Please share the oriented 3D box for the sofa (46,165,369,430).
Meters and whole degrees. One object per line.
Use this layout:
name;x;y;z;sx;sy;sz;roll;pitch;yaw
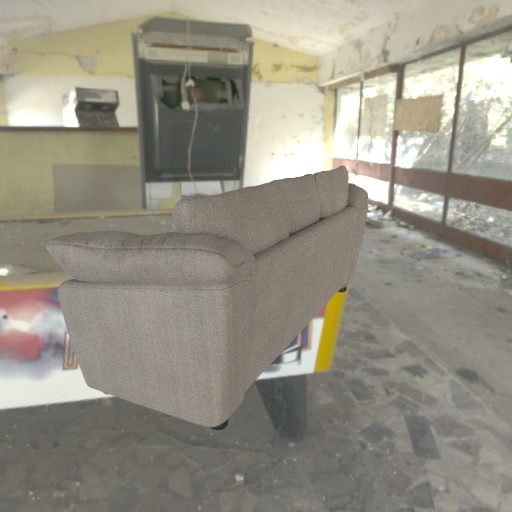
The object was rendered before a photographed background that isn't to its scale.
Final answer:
sofa;0.000;0.000;2.735;0.878;0.996;2.334;7;17;25
